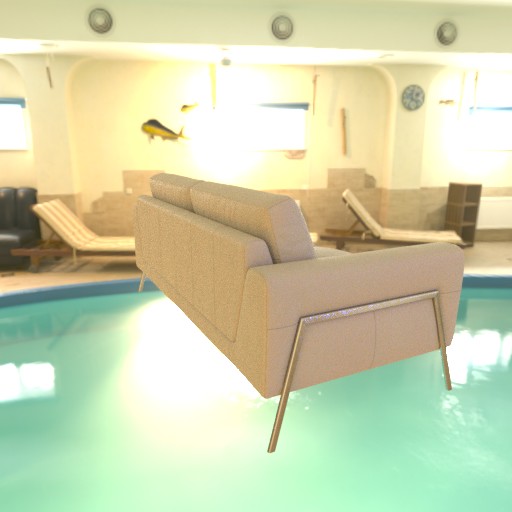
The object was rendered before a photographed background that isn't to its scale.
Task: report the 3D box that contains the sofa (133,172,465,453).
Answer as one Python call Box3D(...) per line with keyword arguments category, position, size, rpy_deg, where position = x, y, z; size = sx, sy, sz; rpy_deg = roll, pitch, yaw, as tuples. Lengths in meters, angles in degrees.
Box3D(category="sofa", position=(0.000, 0.000, 2.520), size=(0.953, 0.875, 2.017), rpy_deg=(-7, 16, -26))
